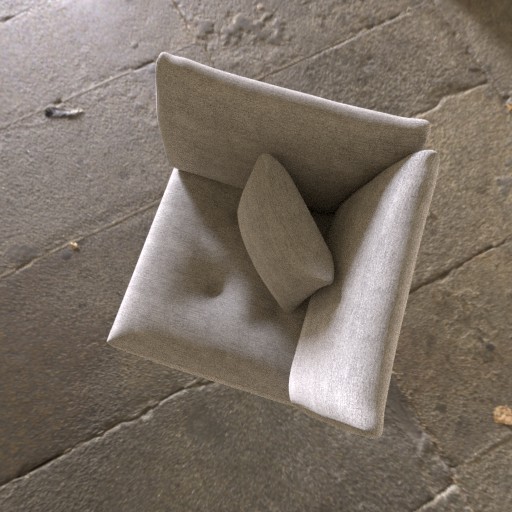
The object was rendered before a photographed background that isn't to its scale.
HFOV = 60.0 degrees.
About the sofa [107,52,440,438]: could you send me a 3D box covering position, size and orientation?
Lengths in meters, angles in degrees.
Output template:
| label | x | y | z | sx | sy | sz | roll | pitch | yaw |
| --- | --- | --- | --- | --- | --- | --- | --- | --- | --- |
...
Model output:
| label | x | y | z | sx | sy | sz | roll | pitch | yaw |
| --- | --- | --- | --- | --- | --- | --- | --- | --- | --- |
| sofa | 0.000 | 0.000 | 1.704 | 1.000 | 0.820 | 1.000 | 17 | 76 | 4 |
